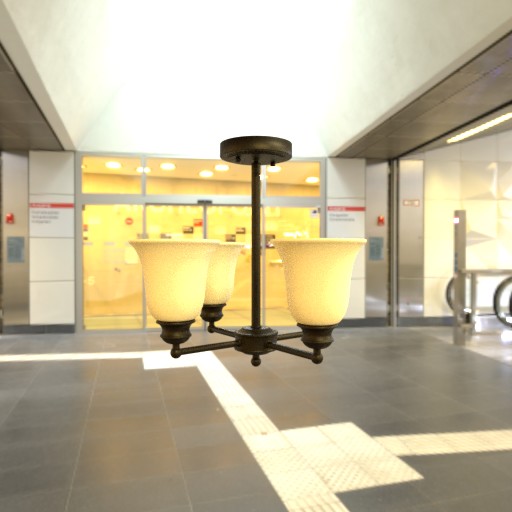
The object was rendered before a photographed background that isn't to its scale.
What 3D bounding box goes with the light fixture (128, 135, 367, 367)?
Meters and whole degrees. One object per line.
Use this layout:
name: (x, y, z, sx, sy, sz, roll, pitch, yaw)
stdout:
light fixture: (0.000, 0.000, 1.850, 1.069, 0.925, 1.069, 0, 1, -36)
